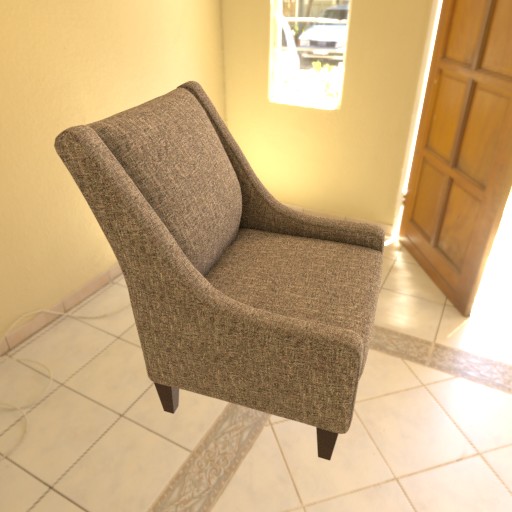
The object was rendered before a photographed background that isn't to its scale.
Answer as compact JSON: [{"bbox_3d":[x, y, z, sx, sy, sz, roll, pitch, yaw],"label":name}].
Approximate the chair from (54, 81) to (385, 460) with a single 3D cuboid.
[{"bbox_3d":[0.000,0.000,1.570,0.870,1.014,0.774,10,33,16],"label":"chair"}]
